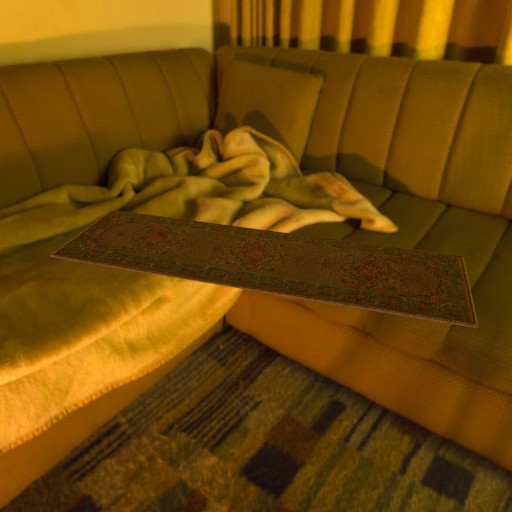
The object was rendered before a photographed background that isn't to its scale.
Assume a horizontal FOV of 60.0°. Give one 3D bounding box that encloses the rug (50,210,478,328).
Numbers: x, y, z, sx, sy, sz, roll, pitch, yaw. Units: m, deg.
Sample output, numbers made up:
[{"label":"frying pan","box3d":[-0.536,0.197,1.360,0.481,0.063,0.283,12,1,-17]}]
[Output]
[{"label":"rug","box3d":[0.000,0.000,2.557,2.297,0.019,0.659,8,31,14]}]
